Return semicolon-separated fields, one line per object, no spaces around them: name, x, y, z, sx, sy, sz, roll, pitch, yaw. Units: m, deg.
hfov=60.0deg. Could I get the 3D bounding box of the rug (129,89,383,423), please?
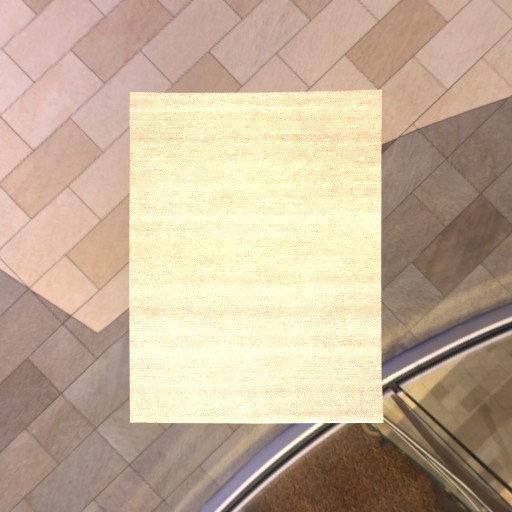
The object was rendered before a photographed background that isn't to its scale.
rug;0.000;0.000;4.307;2.467;0.046;3.245;0;90;0
